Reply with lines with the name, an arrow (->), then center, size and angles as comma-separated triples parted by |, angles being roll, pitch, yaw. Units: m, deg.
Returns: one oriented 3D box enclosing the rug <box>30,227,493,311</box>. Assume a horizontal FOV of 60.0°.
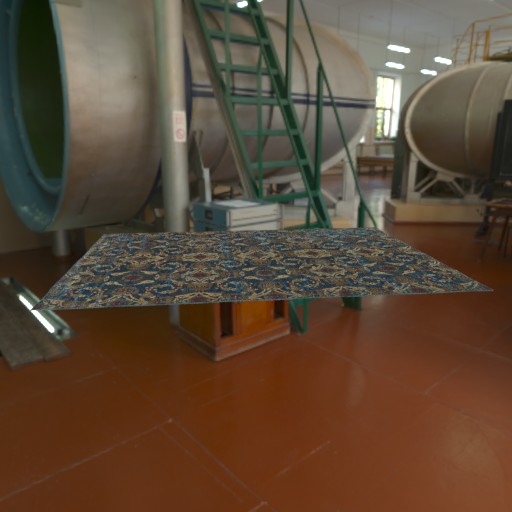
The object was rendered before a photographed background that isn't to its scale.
rug -> 0.000, 0.000, 4.235 | 3.291, 0.013, 2.337 | -2, 15, -7
